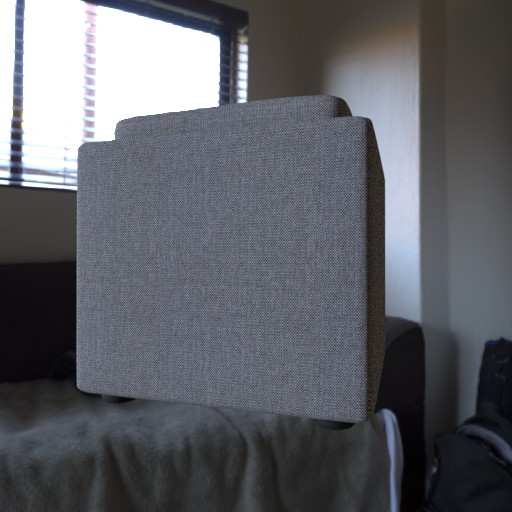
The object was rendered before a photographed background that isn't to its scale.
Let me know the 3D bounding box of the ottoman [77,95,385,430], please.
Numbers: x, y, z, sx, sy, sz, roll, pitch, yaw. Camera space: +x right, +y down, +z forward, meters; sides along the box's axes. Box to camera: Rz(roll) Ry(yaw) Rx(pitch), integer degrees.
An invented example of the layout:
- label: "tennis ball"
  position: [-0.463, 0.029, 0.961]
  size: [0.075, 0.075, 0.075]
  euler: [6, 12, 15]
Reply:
- label: "ottoman"
  position: [0.000, 0.000, 0.825]
  size: [0.450, 0.460, 0.450]
  euler: [0, 0, 18]
